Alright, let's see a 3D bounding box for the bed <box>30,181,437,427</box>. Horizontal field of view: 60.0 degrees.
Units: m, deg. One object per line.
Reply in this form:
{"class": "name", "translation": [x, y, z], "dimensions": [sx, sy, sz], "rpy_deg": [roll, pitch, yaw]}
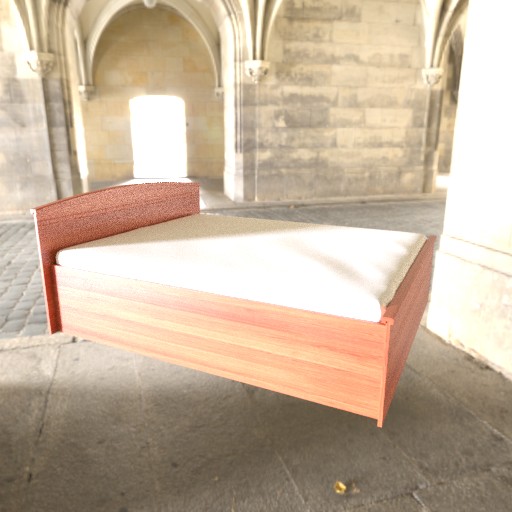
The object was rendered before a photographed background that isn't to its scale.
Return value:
{"class": "bed", "translation": [0.000, 0.000, 2.916], "dimensions": [2.053, 0.848, 1.683], "rpy_deg": [7, 17, 26]}
